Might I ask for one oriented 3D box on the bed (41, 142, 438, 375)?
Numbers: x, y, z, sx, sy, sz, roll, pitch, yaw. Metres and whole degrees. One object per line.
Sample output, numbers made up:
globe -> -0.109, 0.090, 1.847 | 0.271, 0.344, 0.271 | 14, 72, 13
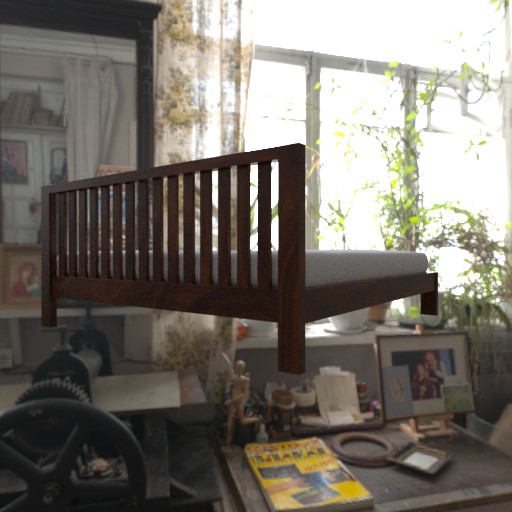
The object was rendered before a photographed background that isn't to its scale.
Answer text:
bed -> 0.000, 0.000, 3.076 | 1.905, 0.890, 2.030 | 0, 1, 36
